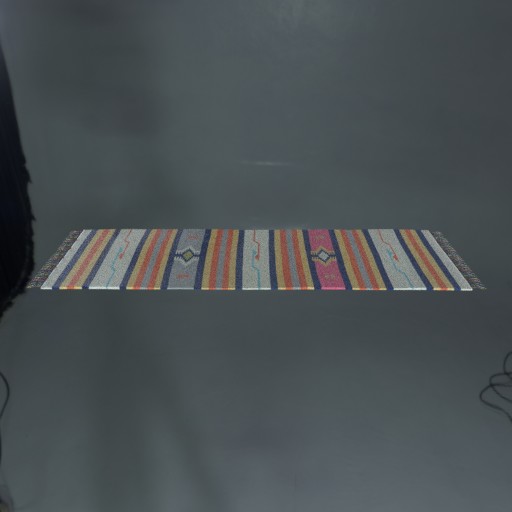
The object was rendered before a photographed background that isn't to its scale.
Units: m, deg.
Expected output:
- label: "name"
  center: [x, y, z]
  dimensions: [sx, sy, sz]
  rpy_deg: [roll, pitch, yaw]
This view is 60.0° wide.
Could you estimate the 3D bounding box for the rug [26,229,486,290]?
- label: "rug"
  center: [0.000, 0.000, 2.652]
  dimensions: [2.455, 0.017, 0.695]
  rpy_deg: [0, 30, 0]
